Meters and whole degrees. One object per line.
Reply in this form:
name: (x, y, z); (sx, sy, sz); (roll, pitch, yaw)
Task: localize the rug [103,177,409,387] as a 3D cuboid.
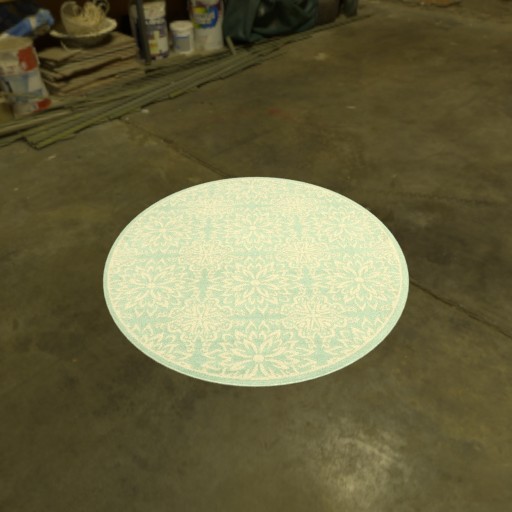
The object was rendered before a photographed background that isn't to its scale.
rug: (0.000, 0.000, 2.383); (1.593, 0.012, 1.593); (0, 42, 0)
